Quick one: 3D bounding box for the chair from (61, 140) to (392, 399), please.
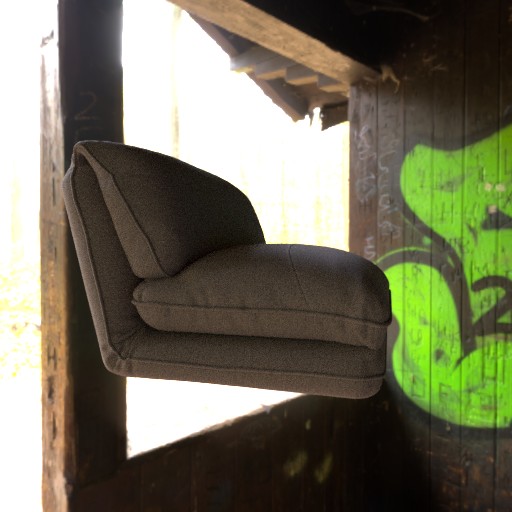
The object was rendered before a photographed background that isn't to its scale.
[{"bbox_3d":[0.000,0.000,1.331,0.780,0.580,0.820,0,1,17],"label":"chair"}]
